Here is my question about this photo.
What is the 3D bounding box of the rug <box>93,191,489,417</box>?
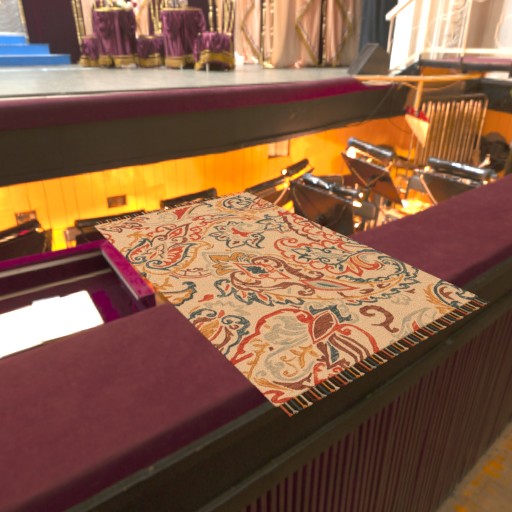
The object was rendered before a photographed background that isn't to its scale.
[{"bbox_3d":[0.000,0.000,3.138,1.523,0.010,2.584,-17,31,-31],"label":"rug"}]
